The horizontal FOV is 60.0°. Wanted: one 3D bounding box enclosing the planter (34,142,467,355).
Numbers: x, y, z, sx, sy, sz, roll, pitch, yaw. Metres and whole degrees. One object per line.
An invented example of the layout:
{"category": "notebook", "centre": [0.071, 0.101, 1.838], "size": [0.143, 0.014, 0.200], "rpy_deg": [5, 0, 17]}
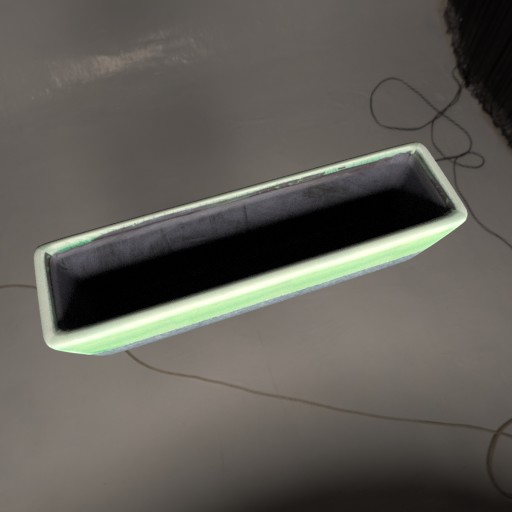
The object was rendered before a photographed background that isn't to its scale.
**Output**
{"category": "planter", "centre": [0.000, 0.000, 0.315], "size": [0.275, 0.072, 0.072], "rpy_deg": [-17, 64, -8]}
